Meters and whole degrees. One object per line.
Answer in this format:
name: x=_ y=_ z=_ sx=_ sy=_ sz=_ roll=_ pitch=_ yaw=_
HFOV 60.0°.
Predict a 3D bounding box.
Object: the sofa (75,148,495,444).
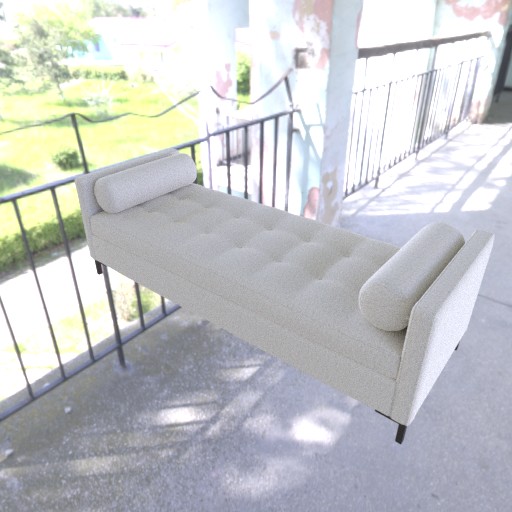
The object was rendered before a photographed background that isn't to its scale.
sofa: x=0.000 y=0.000 z=2.275 sx=1.985 sy=0.641 sz=0.746 roll=22 pitch=36 yaw=33
